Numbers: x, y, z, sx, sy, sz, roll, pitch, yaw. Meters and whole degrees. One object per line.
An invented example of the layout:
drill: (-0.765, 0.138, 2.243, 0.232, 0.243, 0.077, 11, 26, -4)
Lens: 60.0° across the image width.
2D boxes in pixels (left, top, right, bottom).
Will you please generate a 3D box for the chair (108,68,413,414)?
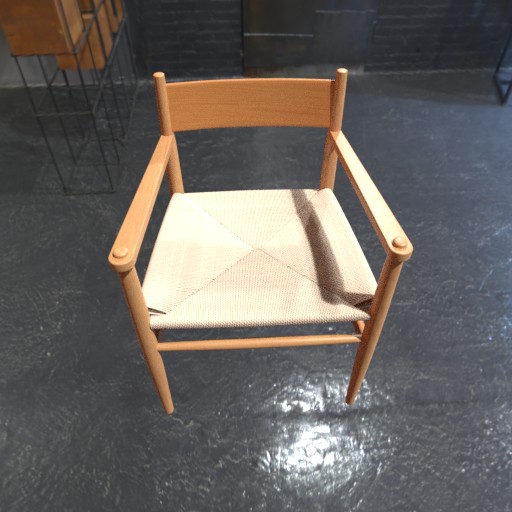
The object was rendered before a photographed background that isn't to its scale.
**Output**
chair: (0.000, 0.000, 1.138, 0.556, 0.762, 0.495, -2, 45, -2)
